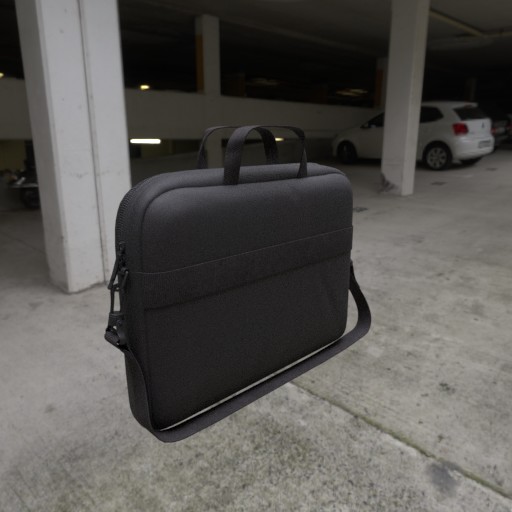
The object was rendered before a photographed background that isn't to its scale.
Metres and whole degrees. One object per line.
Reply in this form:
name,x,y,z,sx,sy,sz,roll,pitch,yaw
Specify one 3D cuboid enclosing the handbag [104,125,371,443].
handbag,0.000,0.000,0.434,0.320,0.244,0.089,-14,21,-42
